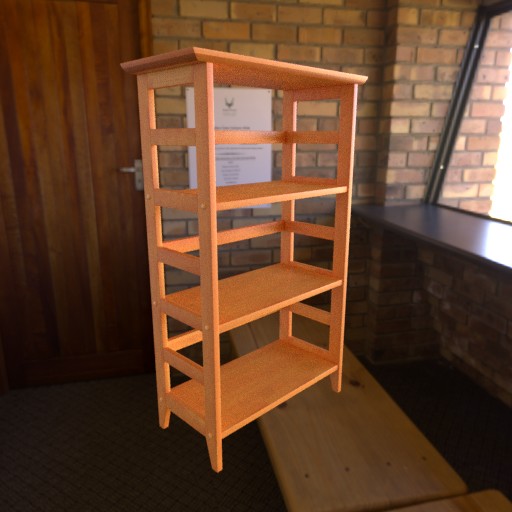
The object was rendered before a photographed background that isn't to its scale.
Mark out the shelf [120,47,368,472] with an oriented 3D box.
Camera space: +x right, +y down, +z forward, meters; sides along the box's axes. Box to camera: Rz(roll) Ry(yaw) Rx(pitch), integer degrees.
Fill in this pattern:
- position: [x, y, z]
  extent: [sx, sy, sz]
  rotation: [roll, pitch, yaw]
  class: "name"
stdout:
- position: [0.000, 0.000, 1.371]
  extent: [0.660, 1.067, 0.305]
  rotation: [-14, 21, -43]
  class: "shelf"
